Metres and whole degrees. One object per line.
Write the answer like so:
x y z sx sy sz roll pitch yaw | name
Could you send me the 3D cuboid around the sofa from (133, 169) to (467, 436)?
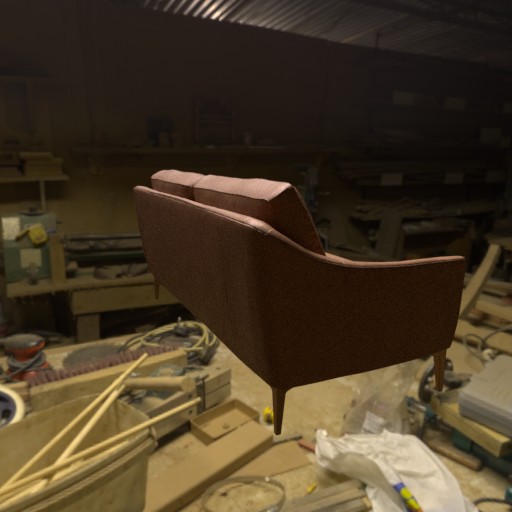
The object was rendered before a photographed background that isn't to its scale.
0.000 0.000 2.536 0.981 0.945 2.036 -6 14 -26 | sofa
